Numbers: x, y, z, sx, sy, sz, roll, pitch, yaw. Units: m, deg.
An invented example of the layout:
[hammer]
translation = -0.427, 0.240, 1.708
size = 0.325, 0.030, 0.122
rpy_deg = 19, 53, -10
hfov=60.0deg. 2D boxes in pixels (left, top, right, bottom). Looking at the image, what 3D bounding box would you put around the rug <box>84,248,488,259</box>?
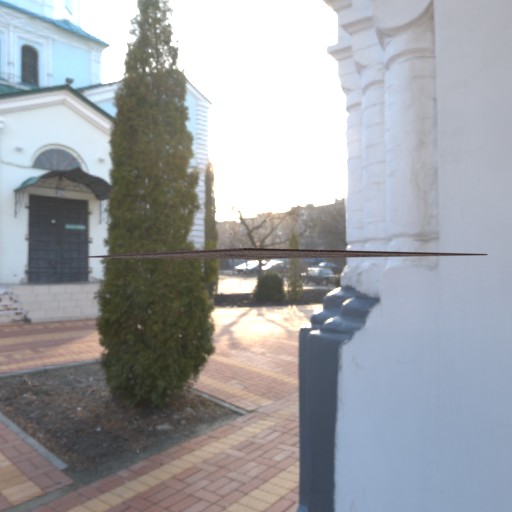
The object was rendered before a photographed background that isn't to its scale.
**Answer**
[rug]
translation = 0.000, 0.000, 4.249
size = 2.381, 0.013, 3.197
rpy_deg = 1, -1, -35
